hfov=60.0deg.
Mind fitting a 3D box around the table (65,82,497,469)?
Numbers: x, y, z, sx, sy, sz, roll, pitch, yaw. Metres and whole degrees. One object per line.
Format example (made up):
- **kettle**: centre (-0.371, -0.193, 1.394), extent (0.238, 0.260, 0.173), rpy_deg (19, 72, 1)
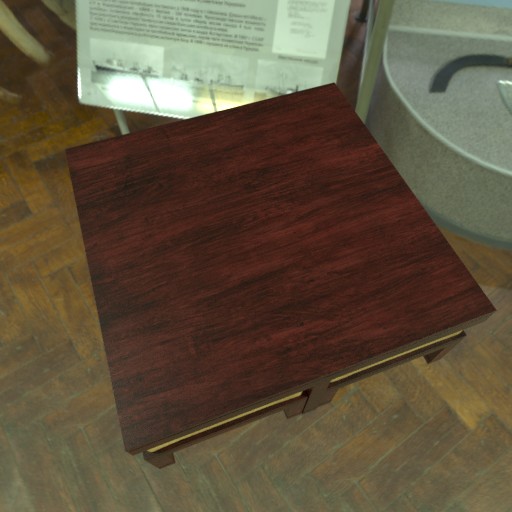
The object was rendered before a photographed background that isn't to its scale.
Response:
- **table**: centre (0.000, 0.000, 1.307), extent (0.865, 0.356, 0.865), rpy_deg (-17, 60, -10)
